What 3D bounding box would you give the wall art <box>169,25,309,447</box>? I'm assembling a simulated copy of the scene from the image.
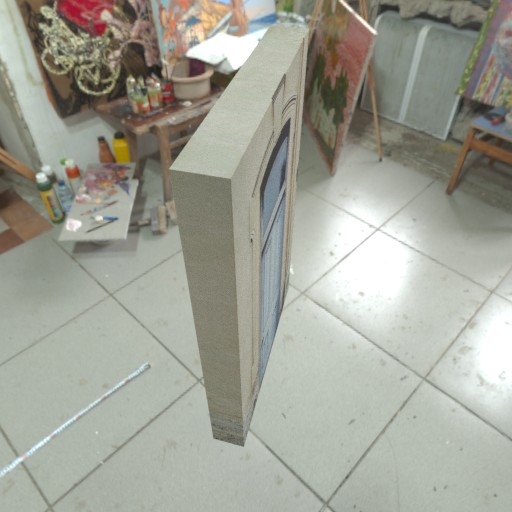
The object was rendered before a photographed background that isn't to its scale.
[{"bbox_3d":[0.000,0.000,0.477,0.038,0.381,0.254,11,46,10],"label":"wall art"}]
